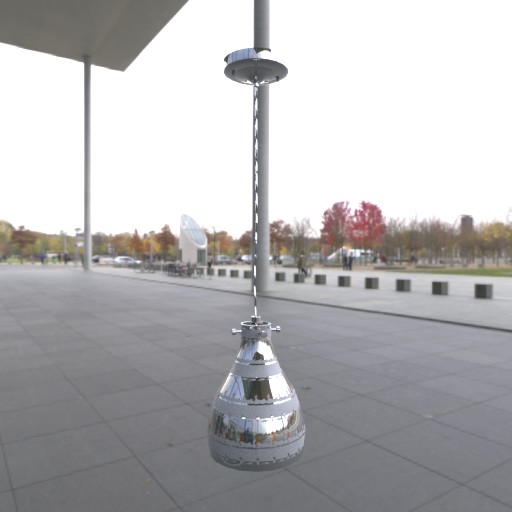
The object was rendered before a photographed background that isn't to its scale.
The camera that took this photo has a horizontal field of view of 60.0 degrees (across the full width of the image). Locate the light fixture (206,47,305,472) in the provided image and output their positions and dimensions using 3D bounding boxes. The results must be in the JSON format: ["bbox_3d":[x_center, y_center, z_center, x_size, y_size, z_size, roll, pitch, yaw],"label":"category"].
[{"bbox_3d":[0.000,0.000,1.673,0.374,1.457,0.374,0,0,-19],"label":"light fixture"}]
